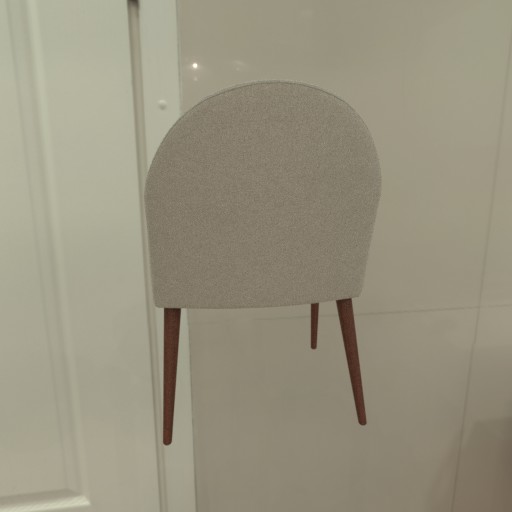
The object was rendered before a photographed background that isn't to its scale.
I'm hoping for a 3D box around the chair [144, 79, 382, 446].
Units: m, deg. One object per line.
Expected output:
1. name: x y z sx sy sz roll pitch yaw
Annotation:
1. chair: 0.000 0.000 1.298 0.610 0.889 0.620 -2 14 -9
